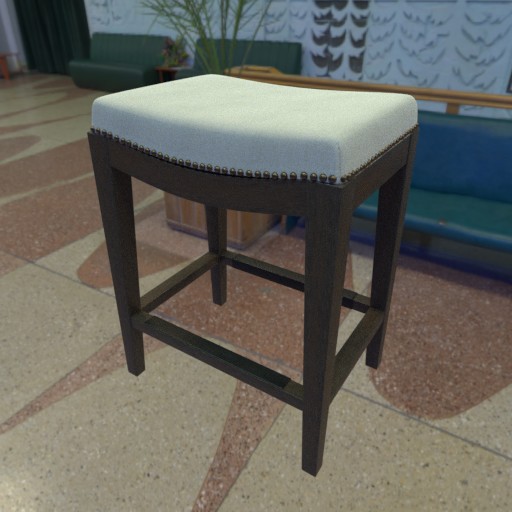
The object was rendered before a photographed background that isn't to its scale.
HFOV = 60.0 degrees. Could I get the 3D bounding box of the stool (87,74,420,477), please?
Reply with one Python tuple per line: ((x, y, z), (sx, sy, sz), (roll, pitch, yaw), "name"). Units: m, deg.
((0.000, 0.000, 0.921), (0.500, 0.642, 0.361), (18, 35, 28), "stool")
